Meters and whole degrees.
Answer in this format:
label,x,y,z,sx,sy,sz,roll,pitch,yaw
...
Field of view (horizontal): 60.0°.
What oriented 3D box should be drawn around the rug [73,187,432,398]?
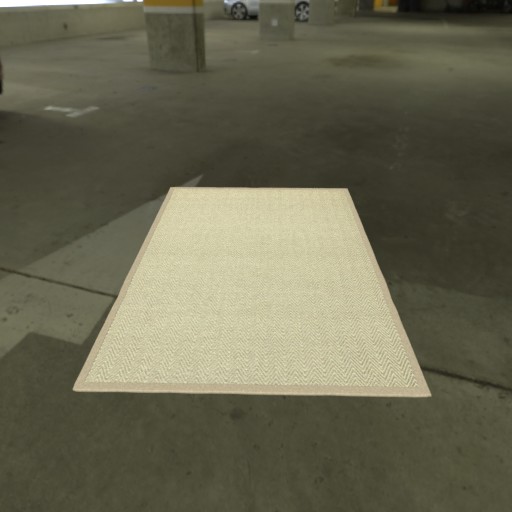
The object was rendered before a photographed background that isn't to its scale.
label,x,y,z,sx,sy,sz,roll,pitch,yaw
rug,0.000,0.000,2.871,1.540,0.021,2.290,1,31,1
